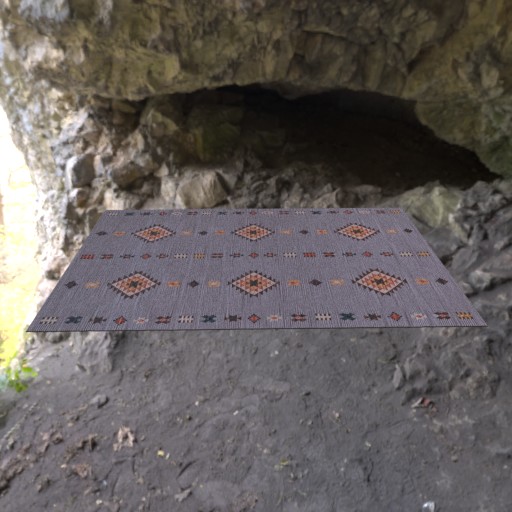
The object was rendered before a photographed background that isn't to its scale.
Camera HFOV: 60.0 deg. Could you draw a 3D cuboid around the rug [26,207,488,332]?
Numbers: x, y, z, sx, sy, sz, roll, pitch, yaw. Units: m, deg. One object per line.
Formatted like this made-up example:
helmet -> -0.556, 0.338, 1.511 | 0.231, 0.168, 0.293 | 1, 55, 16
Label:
rug -> 0.000, 0.000, 2.978 | 2.427, 0.007, 1.515 | -1, 31, -1
